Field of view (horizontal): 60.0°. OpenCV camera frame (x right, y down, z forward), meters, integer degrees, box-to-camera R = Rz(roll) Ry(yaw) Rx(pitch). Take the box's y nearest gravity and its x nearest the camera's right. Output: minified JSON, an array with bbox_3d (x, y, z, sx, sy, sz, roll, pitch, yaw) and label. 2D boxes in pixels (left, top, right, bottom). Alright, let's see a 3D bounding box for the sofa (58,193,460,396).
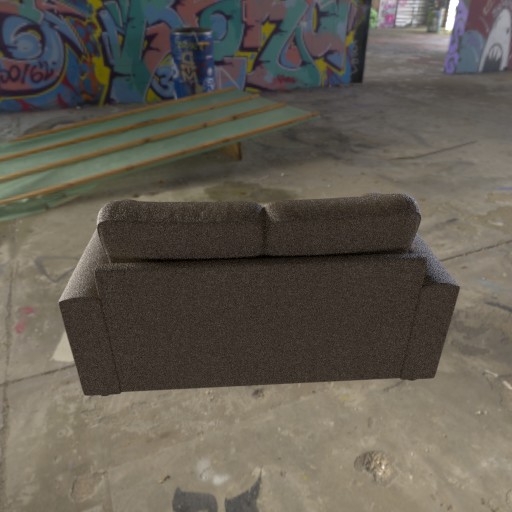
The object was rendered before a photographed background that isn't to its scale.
[{"bbox_3d":[0.000,0.000,2.251,1.616,0.873,1.016,-2,31,-3],"label":"sofa"}]
